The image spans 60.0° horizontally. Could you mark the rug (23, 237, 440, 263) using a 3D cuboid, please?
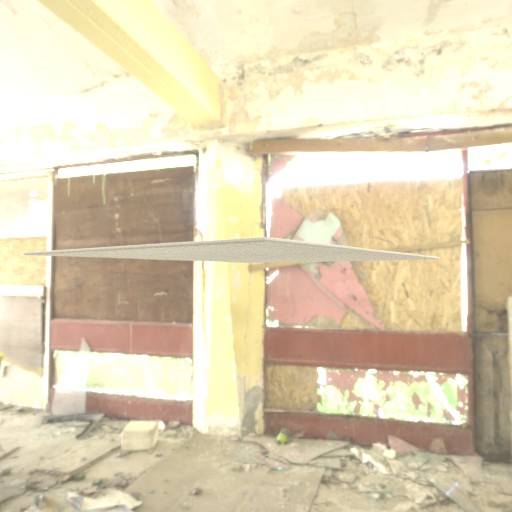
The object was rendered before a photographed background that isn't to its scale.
[{"bbox_3d":[0.000,0.000,4.085,2.462,0.030,3.066,-2,-3,37],"label":"rug"}]
